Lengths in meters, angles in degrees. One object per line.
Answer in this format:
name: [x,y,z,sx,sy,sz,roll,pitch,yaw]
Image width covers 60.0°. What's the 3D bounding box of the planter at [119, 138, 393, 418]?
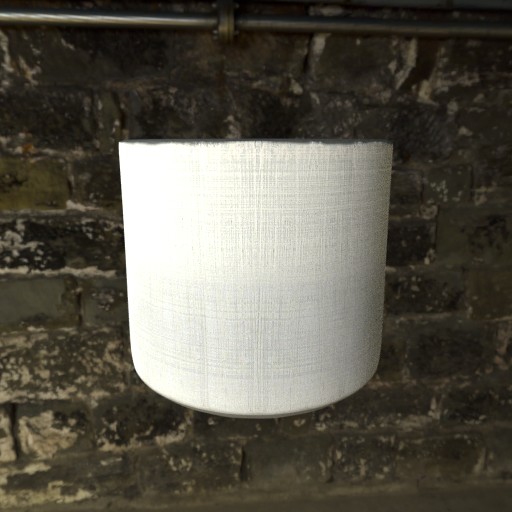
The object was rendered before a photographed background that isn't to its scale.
planter: [0.000,0.000,0.398,0.226,0.201,0.226,0,14,0]
